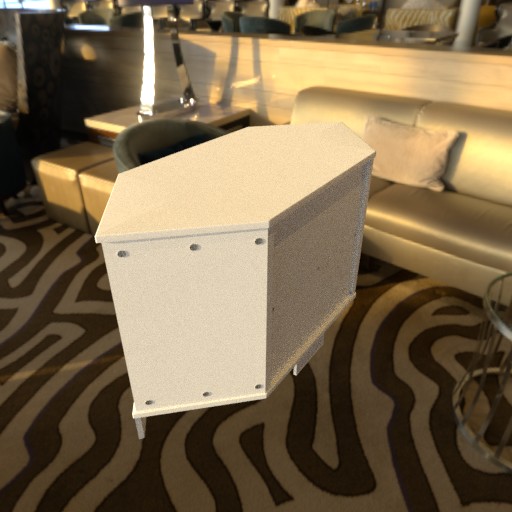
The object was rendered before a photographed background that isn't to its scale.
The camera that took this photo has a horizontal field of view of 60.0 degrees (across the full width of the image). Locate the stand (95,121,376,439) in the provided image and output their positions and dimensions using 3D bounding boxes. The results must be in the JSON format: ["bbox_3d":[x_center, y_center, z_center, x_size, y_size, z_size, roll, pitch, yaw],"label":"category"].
[{"bbox_3d":[0.000,0.000,1.390,0.477,0.614,1.072,20,36,30],"label":"stand"}]
